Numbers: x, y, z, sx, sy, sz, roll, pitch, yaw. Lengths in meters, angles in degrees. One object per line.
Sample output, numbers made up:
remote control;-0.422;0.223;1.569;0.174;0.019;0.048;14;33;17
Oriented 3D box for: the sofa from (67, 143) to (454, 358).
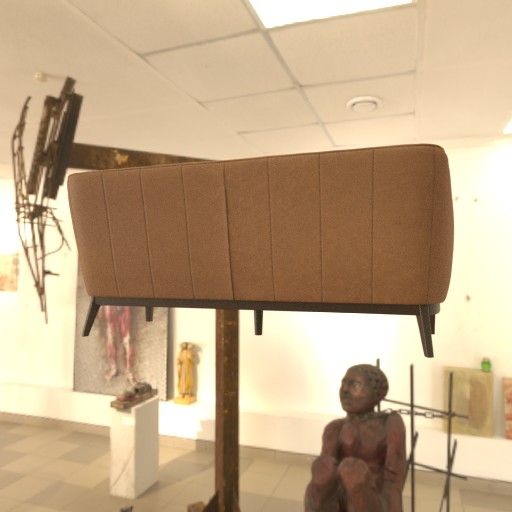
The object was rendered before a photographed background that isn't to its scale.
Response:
sofa;0.000;0.000;2.307;1.928;0.830;0.869;-1;-2;19
